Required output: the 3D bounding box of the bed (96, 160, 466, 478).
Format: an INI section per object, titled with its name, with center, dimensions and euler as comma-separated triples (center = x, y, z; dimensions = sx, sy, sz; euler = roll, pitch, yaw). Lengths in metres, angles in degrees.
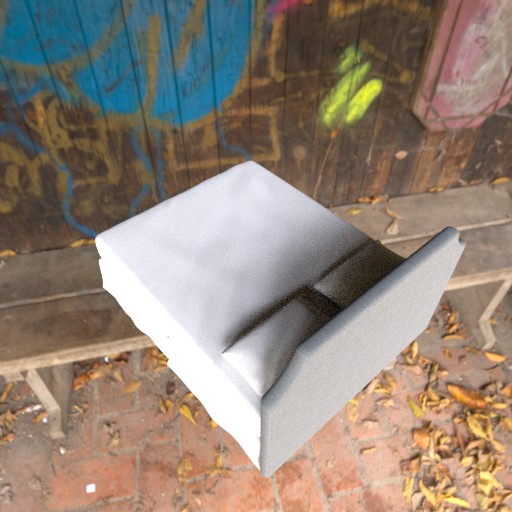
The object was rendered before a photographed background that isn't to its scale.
[bed]
center = 0.000, 0.000, 3.432
dimensions = 1.811, 1.296, 2.259
euler = -32, 54, -27
